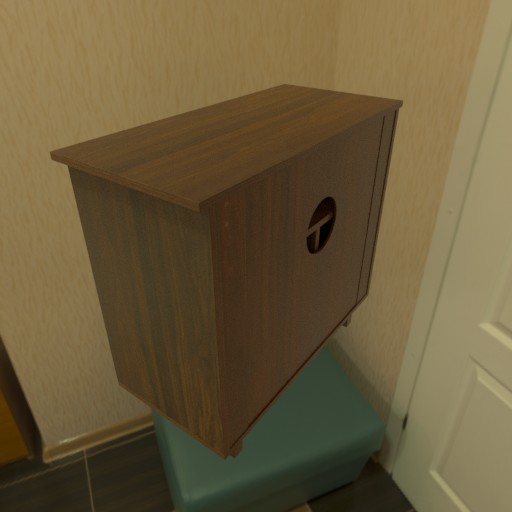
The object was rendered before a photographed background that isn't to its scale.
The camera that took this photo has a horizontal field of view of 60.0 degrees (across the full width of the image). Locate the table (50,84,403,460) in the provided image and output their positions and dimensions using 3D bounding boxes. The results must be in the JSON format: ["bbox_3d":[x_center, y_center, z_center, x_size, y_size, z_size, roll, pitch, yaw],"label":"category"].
[{"bbox_3d":[0.000,0.000,1.204,0.390,0.725,0.802,21,38,30],"label":"table"}]
